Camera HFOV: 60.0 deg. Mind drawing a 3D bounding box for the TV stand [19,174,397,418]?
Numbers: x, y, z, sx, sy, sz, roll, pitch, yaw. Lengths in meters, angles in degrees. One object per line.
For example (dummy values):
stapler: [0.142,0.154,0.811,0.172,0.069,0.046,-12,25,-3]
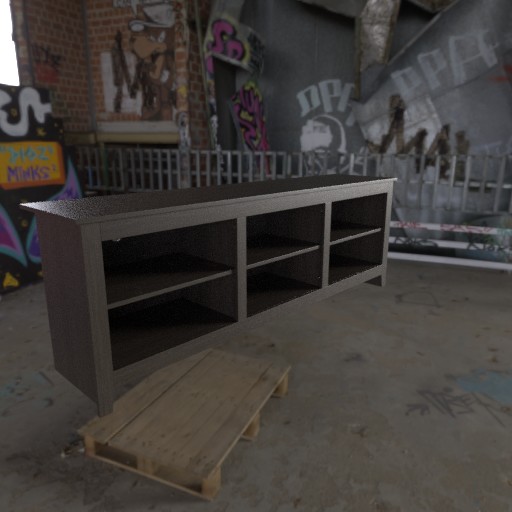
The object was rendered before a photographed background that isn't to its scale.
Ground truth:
TV stand: [0.000,0.000,1.990,0.406,0.610,1.778,14,20,42]
